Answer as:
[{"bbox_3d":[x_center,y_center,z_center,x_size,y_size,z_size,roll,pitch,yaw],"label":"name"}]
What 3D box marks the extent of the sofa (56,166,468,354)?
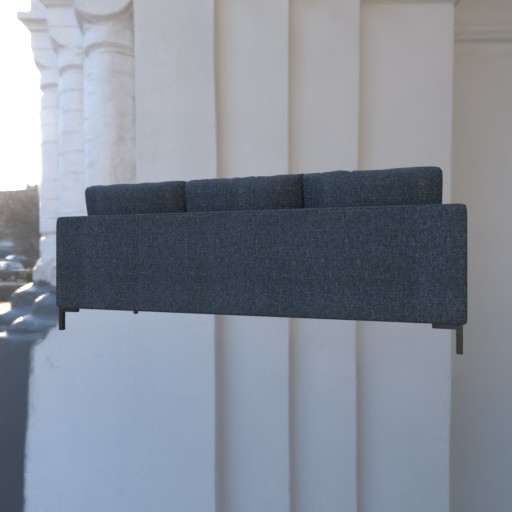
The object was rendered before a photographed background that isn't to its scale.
[{"bbox_3d":[0.000,0.000,2.675,2.218,0.874,0.859,0,0,18],"label":"sofa"}]
